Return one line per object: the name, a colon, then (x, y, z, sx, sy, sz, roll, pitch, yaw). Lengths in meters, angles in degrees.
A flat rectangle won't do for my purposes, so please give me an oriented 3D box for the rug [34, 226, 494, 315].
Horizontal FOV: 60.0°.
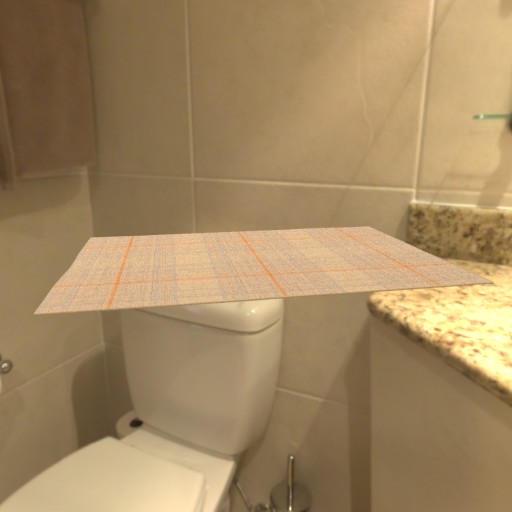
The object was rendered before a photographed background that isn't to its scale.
rug: (0.000, 0.000, 2.297, 1.825, 0.015, 1.232, -3, 15, -11)
